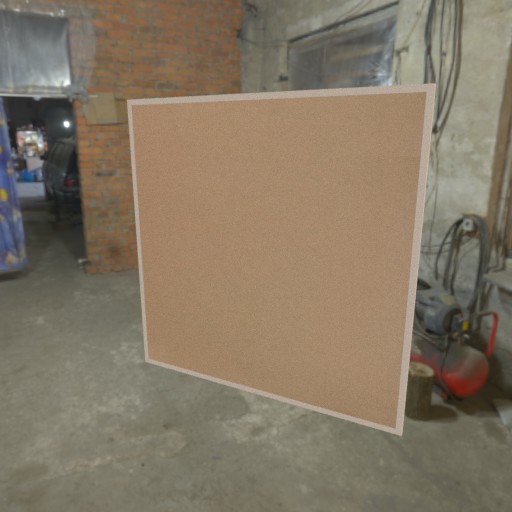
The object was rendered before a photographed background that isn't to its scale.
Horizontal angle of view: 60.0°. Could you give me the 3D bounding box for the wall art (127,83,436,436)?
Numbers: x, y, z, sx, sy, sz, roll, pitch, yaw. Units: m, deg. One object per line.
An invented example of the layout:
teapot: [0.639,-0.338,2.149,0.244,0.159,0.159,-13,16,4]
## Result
wall art: [0.000,0.000,1.168,0.809,0.809,0.012,8,16,27]
